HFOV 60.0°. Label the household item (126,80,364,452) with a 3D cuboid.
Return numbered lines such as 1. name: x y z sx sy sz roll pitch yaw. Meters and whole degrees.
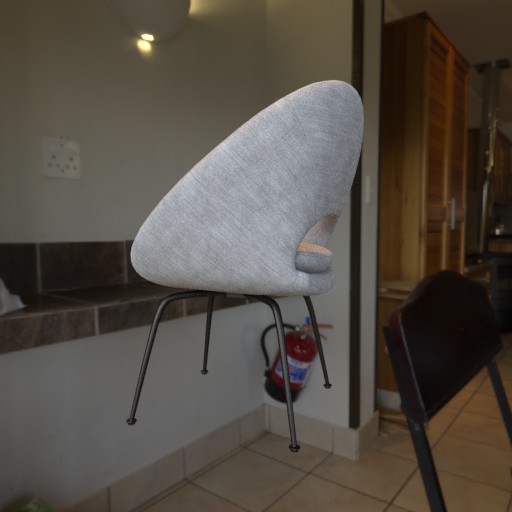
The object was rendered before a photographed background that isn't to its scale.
1. household item: 0.000 0.000 1.266 0.587 0.869 0.643 1 3 19
